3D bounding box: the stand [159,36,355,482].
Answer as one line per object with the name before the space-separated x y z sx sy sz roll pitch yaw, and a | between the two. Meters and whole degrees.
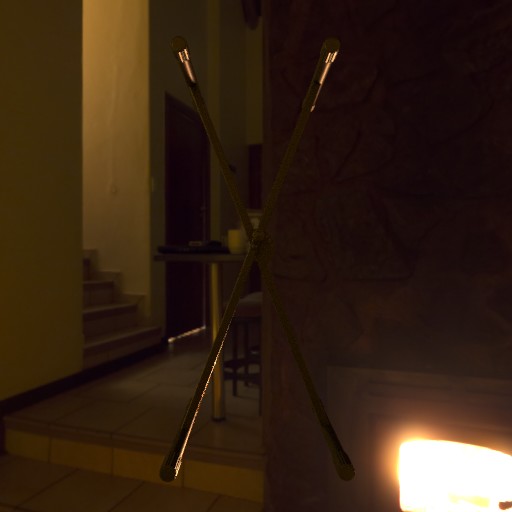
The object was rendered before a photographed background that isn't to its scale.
stand | 0.000 0.000 1.145 0.409 0.940 0.449 0 0 -1
